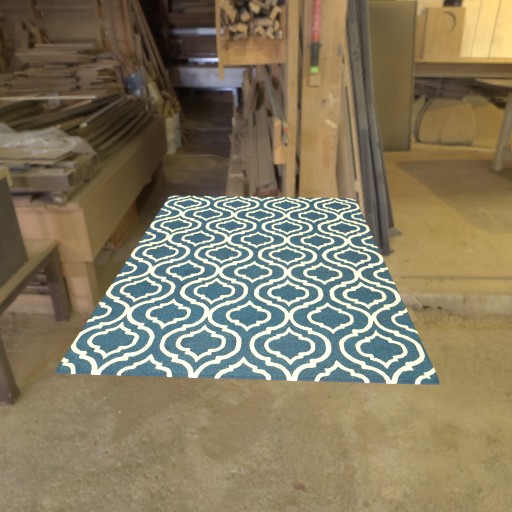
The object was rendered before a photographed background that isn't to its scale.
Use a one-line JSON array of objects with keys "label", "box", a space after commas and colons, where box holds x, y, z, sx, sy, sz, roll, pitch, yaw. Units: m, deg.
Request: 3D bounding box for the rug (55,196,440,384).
[{"label": "rug", "box": [0.000, 0.000, 2.694, 1.524, 0.010, 2.134, 1, 27, 2]}]
